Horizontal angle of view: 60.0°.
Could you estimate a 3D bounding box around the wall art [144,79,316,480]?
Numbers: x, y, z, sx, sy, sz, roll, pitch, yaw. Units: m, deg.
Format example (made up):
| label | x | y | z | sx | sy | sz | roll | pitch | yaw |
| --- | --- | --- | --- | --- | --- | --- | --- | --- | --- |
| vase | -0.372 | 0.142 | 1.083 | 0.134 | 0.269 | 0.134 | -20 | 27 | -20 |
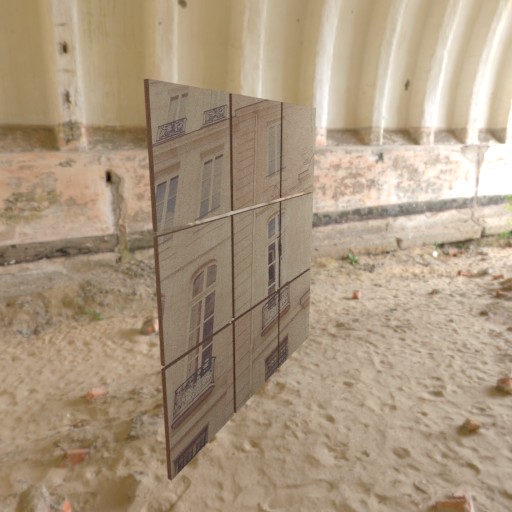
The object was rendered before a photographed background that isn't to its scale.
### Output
| label | x | y | z | sx | sy | sz | roll | pitch | yaw |
| --- | --- | --- | --- | --- | --- | --- | --- | --- | --- |
| wall art | 0.000 | 0.000 | 1.809 | 0.024 | 1.218 | 1.221 | 8 | 17 | 27 |
